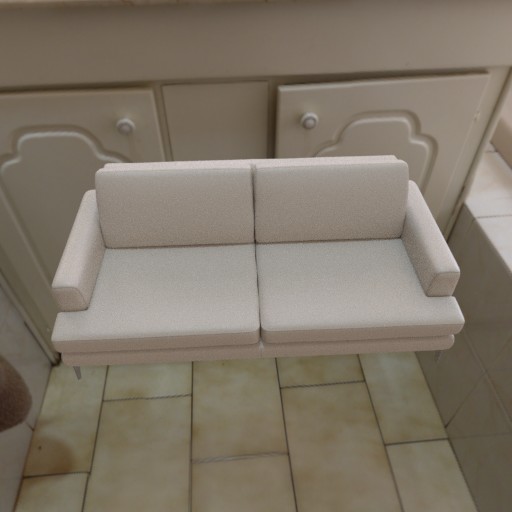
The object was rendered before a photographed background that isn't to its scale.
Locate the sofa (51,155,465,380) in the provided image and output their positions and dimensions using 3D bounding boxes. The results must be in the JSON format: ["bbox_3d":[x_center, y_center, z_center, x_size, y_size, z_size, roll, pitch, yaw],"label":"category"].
[{"bbox_3d":[0.000,0.000,2.366,1.940,0.765,0.974,-2,45,-2],"label":"sofa"}]
